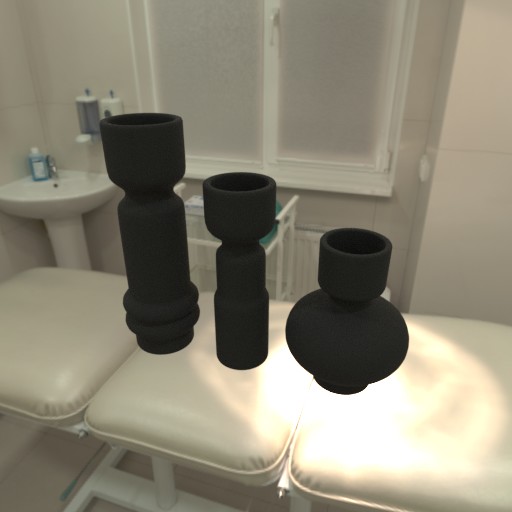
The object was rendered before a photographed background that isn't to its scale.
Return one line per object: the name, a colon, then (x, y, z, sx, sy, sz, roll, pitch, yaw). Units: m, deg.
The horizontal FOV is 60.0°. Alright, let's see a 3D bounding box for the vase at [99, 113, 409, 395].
vase: (0.000, 0.000, 0.434, 0.307, 0.249, 0.120, 8, 28, 16)
